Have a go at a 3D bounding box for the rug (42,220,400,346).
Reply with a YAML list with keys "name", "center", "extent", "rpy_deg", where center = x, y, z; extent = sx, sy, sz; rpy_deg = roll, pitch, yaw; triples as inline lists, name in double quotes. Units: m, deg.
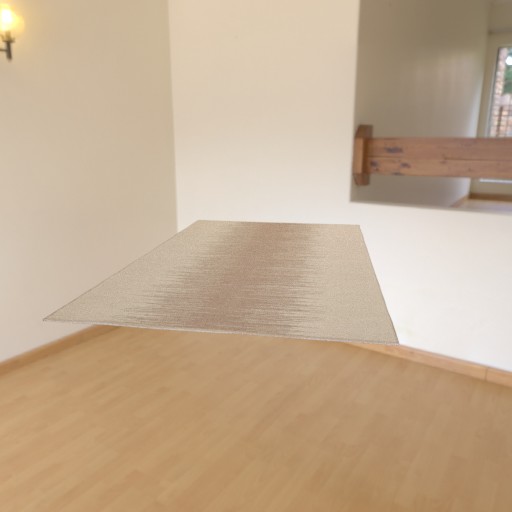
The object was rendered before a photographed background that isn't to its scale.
- name: "rug"
  center: [0.000, 0.000, 2.992]
  extent: [1.522, 0.012, 2.440]
  rpy_deg: [2, 15, 9]
